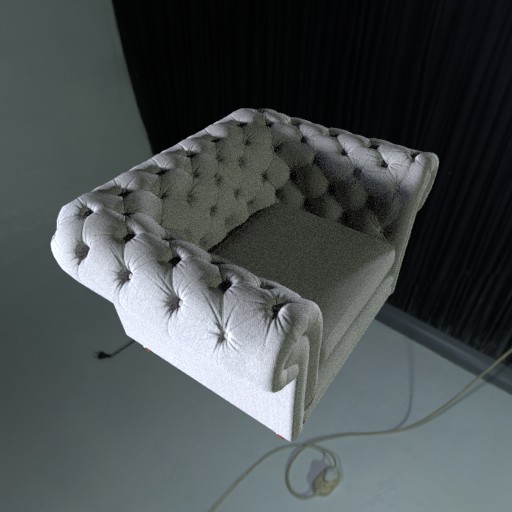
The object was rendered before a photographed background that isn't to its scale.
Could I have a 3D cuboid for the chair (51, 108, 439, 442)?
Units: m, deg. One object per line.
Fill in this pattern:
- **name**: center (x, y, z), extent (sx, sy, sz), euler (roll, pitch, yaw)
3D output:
- **chair**: center (0.000, 0.000, 1.833), extent (0.976, 0.770, 1.270), euler (25, 46, 26)
